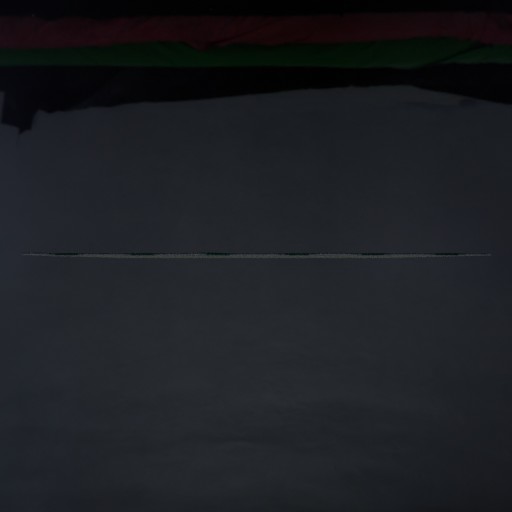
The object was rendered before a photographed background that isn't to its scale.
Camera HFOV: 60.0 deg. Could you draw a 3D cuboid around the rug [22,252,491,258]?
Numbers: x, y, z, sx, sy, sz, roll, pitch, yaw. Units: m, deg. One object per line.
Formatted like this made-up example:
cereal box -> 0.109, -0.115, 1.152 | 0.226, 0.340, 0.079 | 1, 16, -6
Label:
rug -> 0.000, 0.000, 4.072 | 3.041, 0.019, 2.434 | 0, -1, -1
